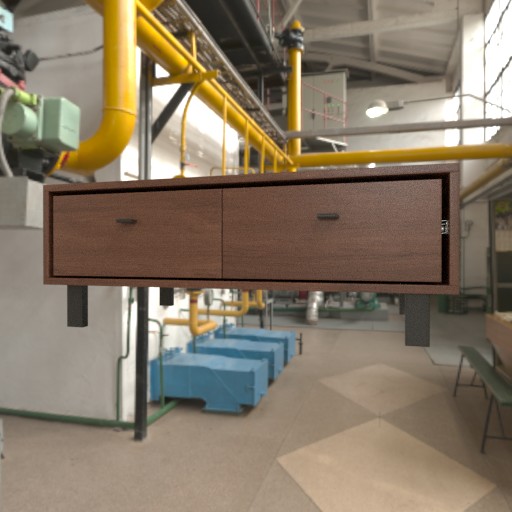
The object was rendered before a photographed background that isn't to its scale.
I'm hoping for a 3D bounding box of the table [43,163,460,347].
[{"bbox_3d":[0.000,0.000,1.304,1.020,0.380,0.600,0,0,17],"label":"table"}]
